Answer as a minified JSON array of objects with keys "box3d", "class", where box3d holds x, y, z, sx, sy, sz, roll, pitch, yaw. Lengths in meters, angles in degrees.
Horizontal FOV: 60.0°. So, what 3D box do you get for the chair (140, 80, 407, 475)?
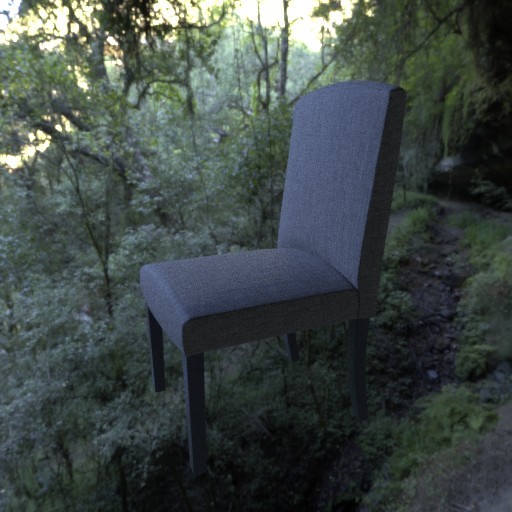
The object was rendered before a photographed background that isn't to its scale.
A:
[{"box3d":[0.000,0.000,1.209,0.580,0.917,0.451,-7,16,-25],"class":"chair"}]
